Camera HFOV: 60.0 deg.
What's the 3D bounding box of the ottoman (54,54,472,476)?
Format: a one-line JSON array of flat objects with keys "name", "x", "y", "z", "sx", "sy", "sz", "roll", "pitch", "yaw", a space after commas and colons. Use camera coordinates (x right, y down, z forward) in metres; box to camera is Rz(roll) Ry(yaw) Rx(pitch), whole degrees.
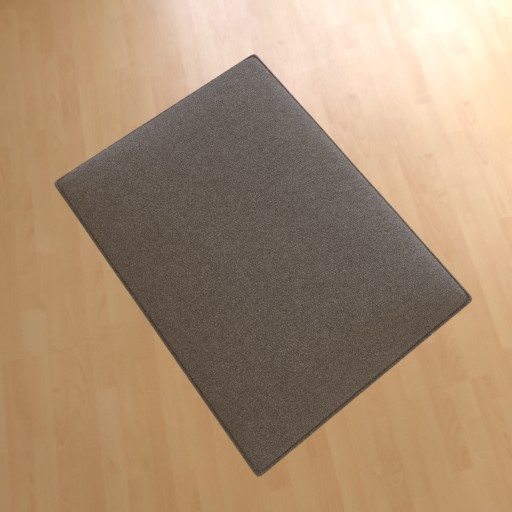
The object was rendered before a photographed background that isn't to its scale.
[{"name": "ottoman", "x": 0.000, "y": 0.000, "z": 1.116, "sx": 0.583, "sy": 0.464, "sz": 0.785, "roll": -36, "pitch": 78, "yaw": -9}]
